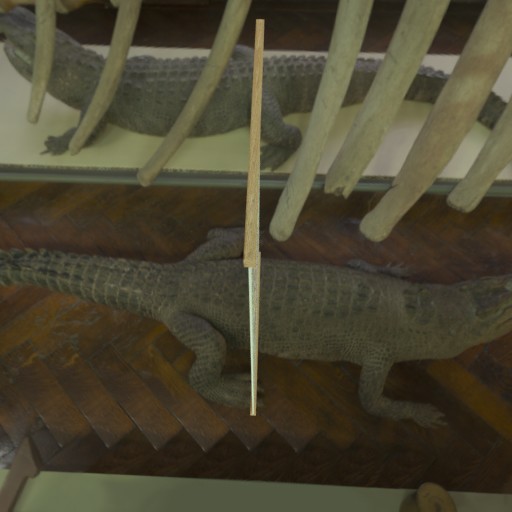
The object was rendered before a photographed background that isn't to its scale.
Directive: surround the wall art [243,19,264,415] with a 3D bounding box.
[{"bbox_3d":[0.000,0.000,1.939,0.028,1.533,0.999,1,58,1],"label":"wall art"}]
